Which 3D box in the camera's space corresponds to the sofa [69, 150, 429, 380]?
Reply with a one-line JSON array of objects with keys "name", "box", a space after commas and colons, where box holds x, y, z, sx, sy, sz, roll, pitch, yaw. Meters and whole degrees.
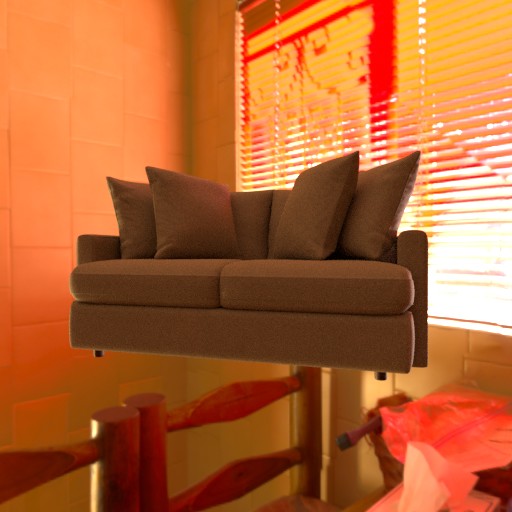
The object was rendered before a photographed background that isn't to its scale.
[{"name": "sofa", "box": [0.000, 0.000, 2.653, 1.869, 1.080, 1.228, 0, 1, 17]}]
